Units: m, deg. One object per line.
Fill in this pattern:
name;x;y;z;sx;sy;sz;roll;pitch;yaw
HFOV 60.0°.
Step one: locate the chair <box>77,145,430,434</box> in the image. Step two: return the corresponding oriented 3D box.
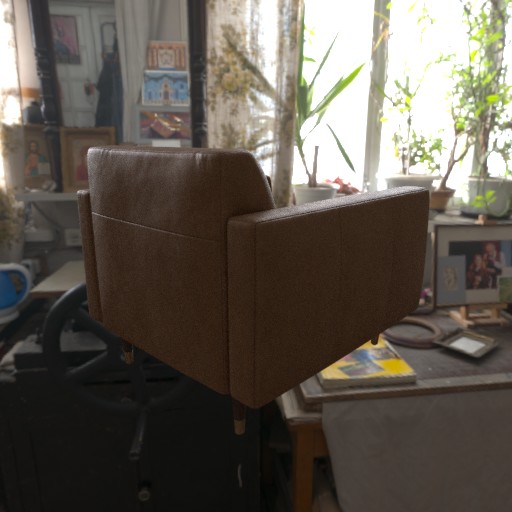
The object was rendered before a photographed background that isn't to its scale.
chair;0.000;0.000;1.686;0.953;0.819;0.998;14;20;42
